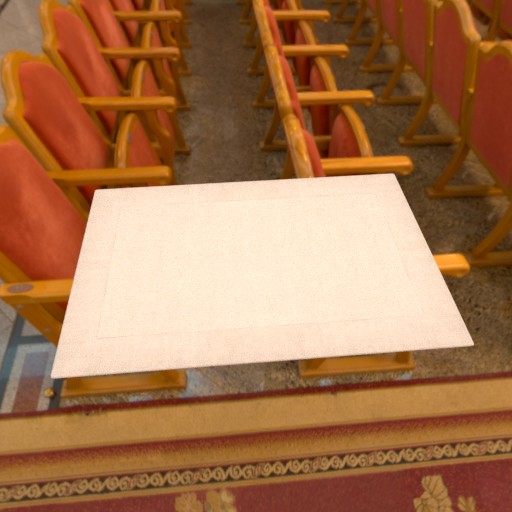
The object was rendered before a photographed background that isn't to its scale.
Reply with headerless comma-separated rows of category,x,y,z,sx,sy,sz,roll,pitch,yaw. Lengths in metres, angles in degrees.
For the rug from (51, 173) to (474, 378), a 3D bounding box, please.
rug,0.000,0.000,2.304,1.829,0.013,1.219,-4,48,-3
